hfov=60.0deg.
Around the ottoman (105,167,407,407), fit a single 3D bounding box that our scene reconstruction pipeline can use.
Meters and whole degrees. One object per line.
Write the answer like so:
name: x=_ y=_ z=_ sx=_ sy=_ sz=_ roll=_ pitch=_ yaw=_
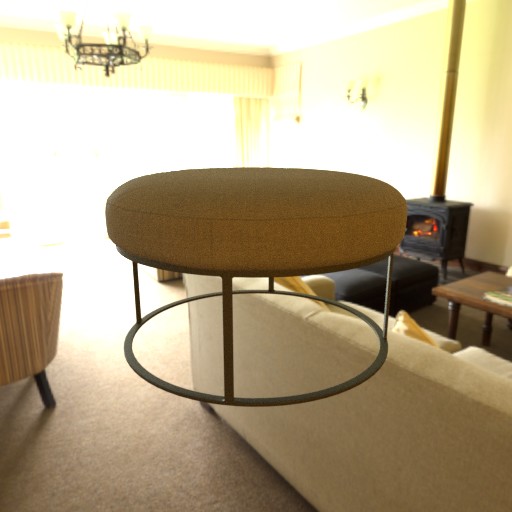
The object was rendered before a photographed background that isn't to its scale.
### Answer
ottoman: x=0.000 y=0.000 z=1.218 sx=0.772 sy=0.460 sz=0.772 roll=0 pitch=15 yaw=0
